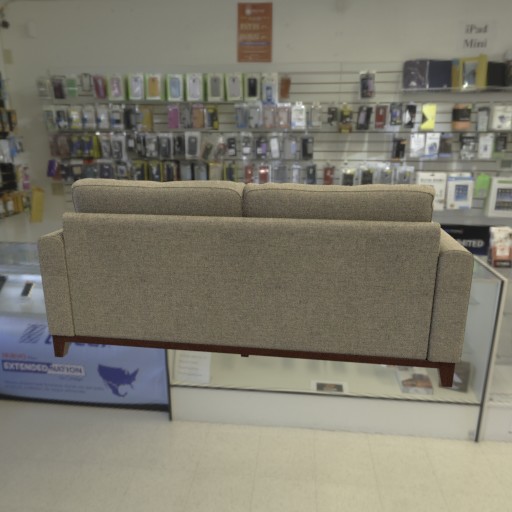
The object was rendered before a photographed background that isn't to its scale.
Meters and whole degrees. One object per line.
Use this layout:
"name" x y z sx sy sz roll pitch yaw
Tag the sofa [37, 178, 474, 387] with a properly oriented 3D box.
"sofa" 0.000 0.000 2.455 1.978 0.892 0.969 2 16 8
